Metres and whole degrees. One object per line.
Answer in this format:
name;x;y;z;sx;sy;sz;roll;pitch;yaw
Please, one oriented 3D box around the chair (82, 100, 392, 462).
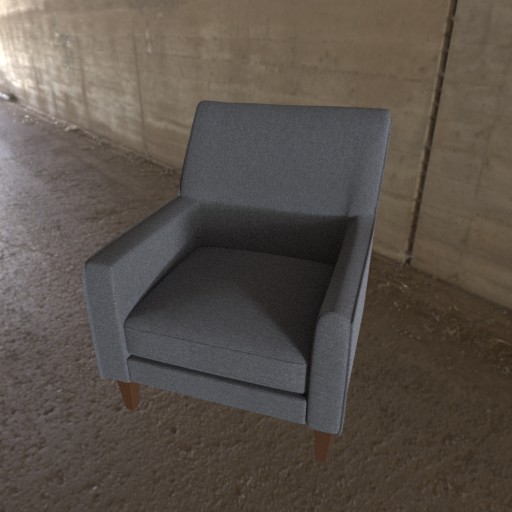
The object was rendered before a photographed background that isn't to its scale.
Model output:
chair;0.000;0.000;1.567;0.780;0.919;0.899;8;28;16
